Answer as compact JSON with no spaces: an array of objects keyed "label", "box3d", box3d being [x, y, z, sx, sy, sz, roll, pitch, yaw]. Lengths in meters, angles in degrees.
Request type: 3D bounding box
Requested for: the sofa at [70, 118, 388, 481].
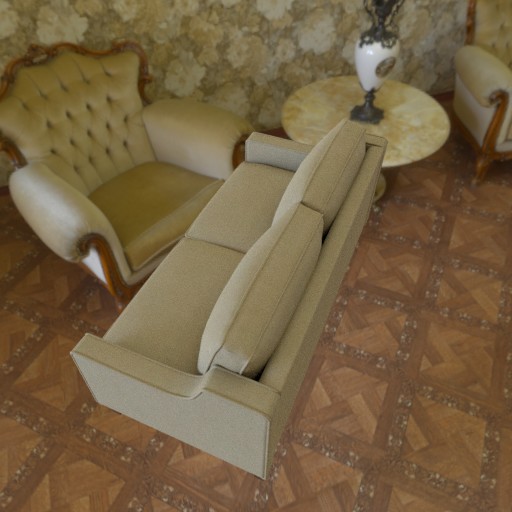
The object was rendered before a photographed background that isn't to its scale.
[{"label":"sofa","box3d":[0.000,0.000,2.786,1.066,1.071,2.178,17,49,16]}]
